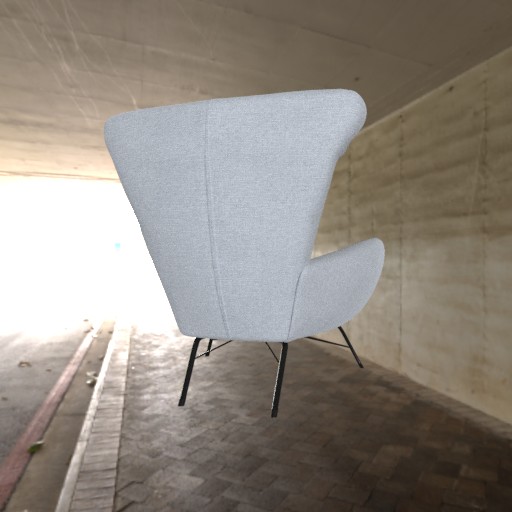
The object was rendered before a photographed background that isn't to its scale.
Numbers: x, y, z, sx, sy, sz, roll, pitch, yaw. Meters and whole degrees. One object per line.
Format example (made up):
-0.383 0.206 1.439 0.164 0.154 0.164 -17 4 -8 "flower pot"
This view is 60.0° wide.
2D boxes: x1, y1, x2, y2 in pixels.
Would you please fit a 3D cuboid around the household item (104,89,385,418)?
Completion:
0.000 0.000 1.787 0.980 1.050 0.900 0 0 17 "household item"
